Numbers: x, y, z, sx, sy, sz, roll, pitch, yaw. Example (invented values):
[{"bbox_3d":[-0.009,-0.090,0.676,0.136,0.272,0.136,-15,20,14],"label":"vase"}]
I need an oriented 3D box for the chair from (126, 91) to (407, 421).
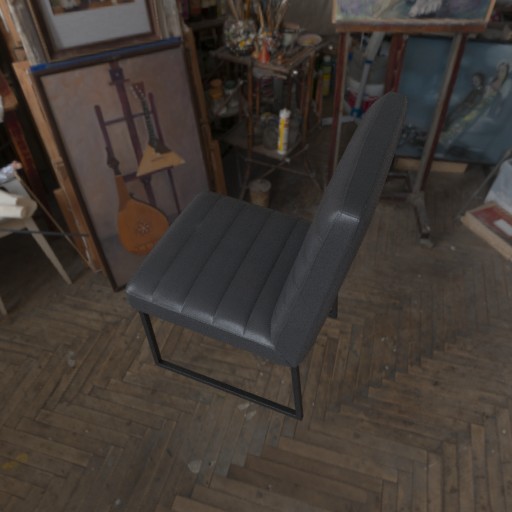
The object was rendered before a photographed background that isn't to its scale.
[{"bbox_3d":[0.000,0.000,1.341,0.634,0.930,0.520,16,48,15],"label":"chair"}]
